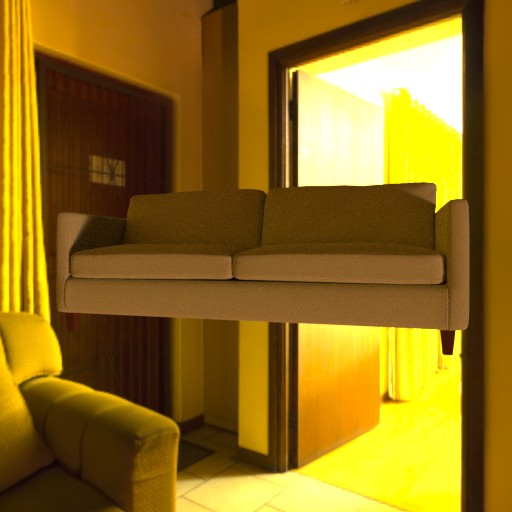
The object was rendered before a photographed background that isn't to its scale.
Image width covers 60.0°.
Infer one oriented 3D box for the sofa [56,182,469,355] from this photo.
[{"bbox_3d":[0.000,0.000,2.907,2.434,0.965,0.948,0,0,17],"label":"sofa"}]
